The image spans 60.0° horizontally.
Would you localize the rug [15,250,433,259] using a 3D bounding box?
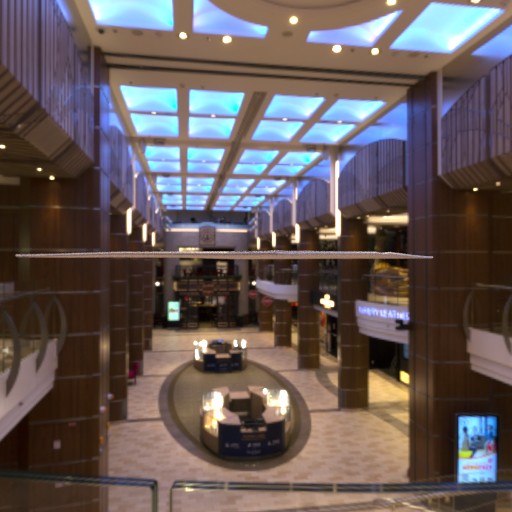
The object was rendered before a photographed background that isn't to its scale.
[{"bbox_3d":[0.000,0.000,4.190,2.467,0.046,3.245,-1,-1,35],"label":"rug"}]
